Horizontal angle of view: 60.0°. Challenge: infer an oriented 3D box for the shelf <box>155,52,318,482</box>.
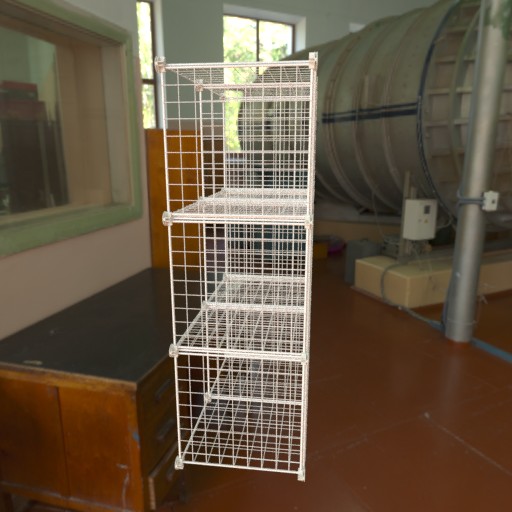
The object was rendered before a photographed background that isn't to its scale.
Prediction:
[{"bbox_3d":[0.000,0.000,1.417,0.356,1.067,0.711,2,14,7],"label":"shelf"}]
